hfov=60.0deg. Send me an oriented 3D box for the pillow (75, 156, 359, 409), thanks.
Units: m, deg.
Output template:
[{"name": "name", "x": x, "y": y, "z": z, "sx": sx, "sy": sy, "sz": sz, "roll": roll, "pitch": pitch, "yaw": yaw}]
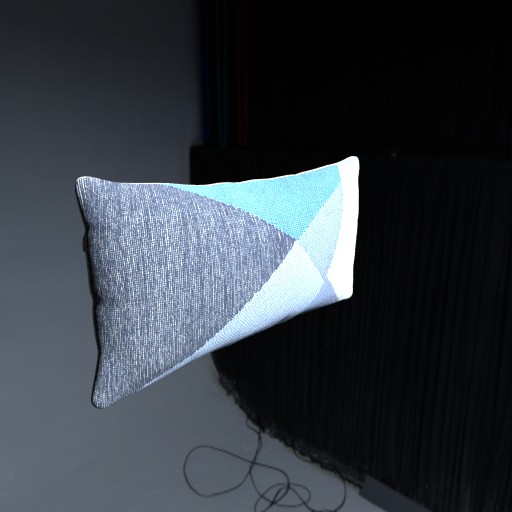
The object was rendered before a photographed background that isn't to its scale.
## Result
[{"name": "pillow", "x": 0.000, "y": 0.000, "z": 0.746, "sx": 0.148, "sy": 0.307, "sz": 0.604, "roll": 15, "pitch": 21, "yaw": 43}]
